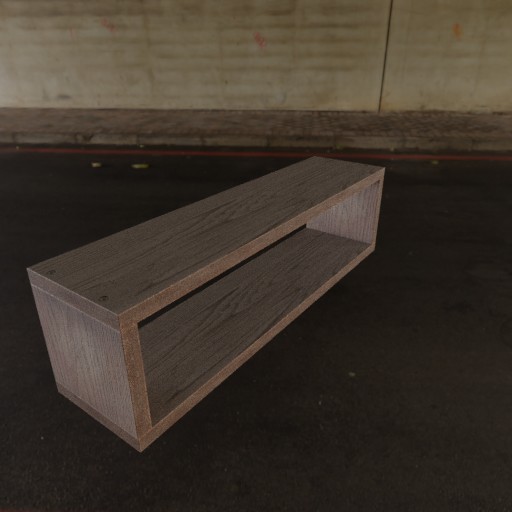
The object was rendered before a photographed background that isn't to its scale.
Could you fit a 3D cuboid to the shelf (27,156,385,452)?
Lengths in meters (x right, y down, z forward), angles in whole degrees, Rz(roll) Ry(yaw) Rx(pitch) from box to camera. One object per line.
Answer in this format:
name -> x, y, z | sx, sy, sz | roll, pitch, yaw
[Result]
shelf -> 0.000, 0.000, 0.683 | 0.150, 0.170, 0.610 | 18, 31, 32
